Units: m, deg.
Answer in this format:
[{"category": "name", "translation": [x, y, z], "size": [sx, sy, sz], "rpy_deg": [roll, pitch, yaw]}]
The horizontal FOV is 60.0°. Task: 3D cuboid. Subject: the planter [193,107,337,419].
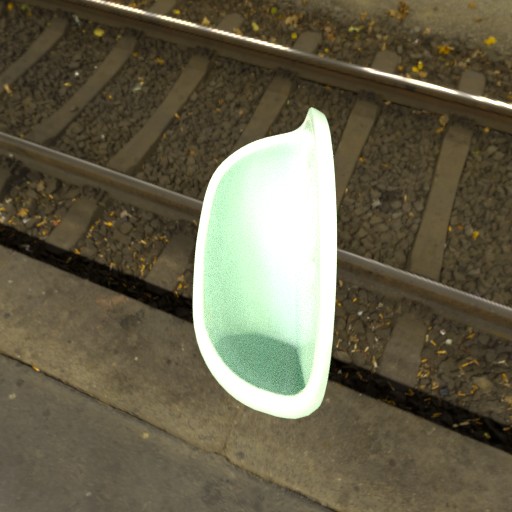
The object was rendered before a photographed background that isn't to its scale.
[{"category": "planter", "translation": [0.000, 0.000, 0.274], "size": [0.073, 0.164, 0.189], "rpy_deg": [1, 59, 1]}]
